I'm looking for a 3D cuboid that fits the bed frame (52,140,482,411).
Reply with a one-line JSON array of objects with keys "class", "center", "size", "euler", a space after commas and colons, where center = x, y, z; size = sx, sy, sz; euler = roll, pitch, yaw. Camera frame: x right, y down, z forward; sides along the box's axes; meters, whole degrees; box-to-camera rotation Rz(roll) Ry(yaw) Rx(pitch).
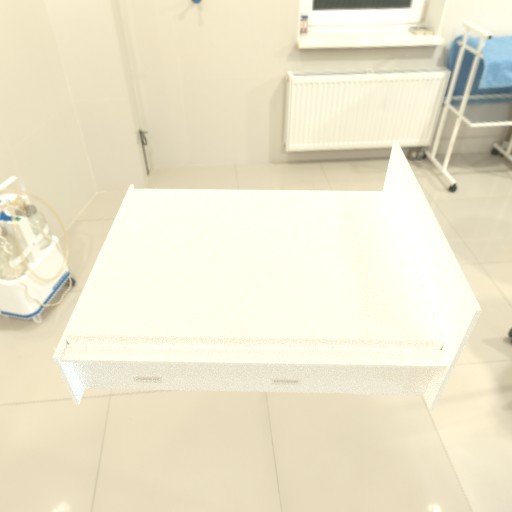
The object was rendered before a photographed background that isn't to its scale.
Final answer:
[{"class": "bed frame", "center": [0.000, 0.000, 2.781], "size": [1.960, 0.800, 1.622], "euler": [1, 40, 1]}]
